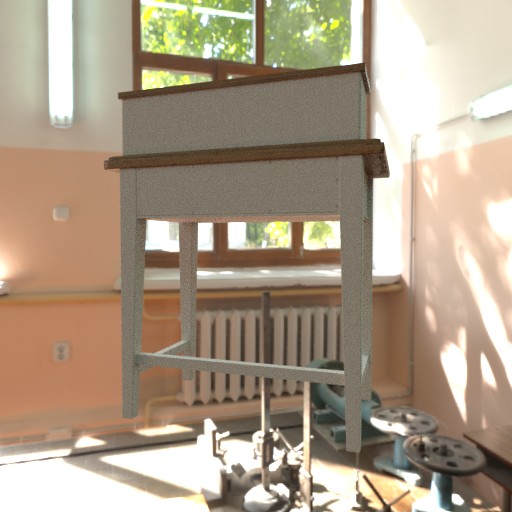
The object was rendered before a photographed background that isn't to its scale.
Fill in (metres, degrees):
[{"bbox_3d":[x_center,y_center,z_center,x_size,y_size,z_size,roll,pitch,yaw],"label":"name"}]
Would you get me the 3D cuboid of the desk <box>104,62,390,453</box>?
[{"bbox_3d":[0.000,0.000,1.439,0.814,0.981,0.462,1,2,18],"label":"desk"}]
